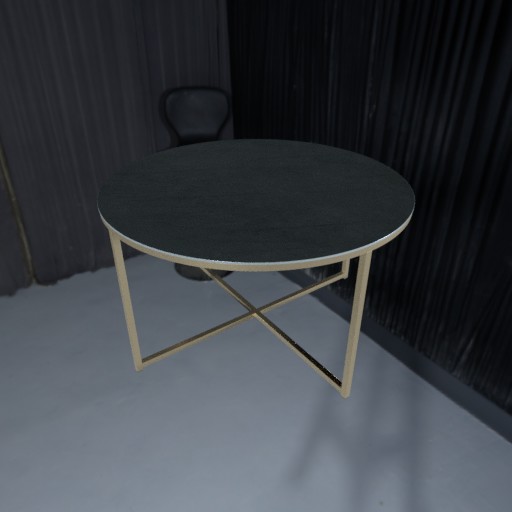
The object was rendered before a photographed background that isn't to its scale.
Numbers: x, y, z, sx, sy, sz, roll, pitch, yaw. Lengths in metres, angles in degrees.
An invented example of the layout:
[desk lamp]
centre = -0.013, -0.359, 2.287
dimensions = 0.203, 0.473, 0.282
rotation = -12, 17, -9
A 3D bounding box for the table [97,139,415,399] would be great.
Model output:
[table]
centre = 0.000, 0.000, 1.283
dimensions = 0.800, 0.450, 0.800
rotation = 0, 31, 0
